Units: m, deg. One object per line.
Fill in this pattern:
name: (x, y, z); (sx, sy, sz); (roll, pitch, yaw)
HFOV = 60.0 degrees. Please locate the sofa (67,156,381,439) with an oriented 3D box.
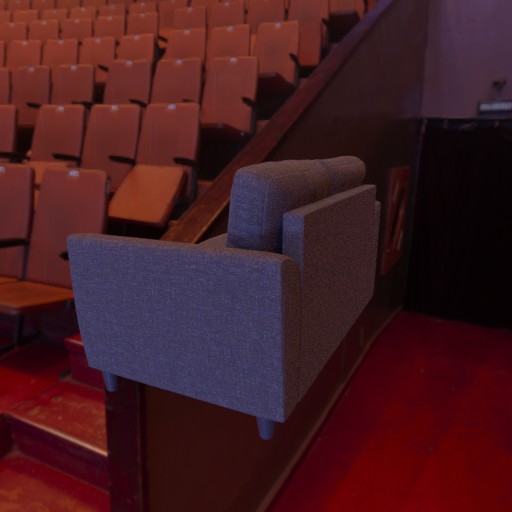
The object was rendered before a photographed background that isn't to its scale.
sofa: (0.000, 0.000, 2.044); (0.851, 0.885, 1.423); (7, 16, 25)
